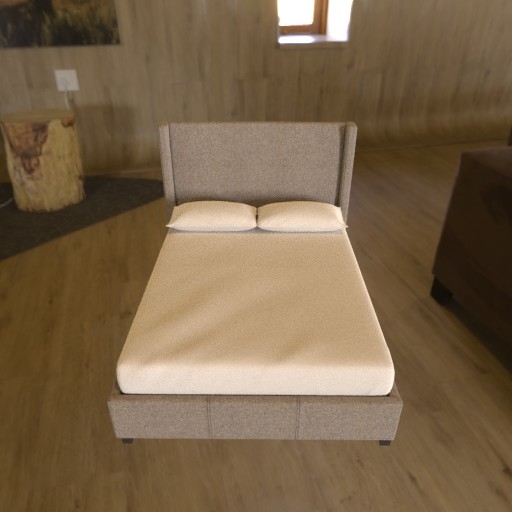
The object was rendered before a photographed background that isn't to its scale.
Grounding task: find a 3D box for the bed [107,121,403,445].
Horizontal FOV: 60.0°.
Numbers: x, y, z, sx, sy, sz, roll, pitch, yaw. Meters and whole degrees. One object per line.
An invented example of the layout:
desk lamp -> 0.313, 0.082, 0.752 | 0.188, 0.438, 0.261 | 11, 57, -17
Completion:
bed -> 0.000, 0.000, 3.341 | 1.714, 1.476, 2.245 | 0, 31, 0
